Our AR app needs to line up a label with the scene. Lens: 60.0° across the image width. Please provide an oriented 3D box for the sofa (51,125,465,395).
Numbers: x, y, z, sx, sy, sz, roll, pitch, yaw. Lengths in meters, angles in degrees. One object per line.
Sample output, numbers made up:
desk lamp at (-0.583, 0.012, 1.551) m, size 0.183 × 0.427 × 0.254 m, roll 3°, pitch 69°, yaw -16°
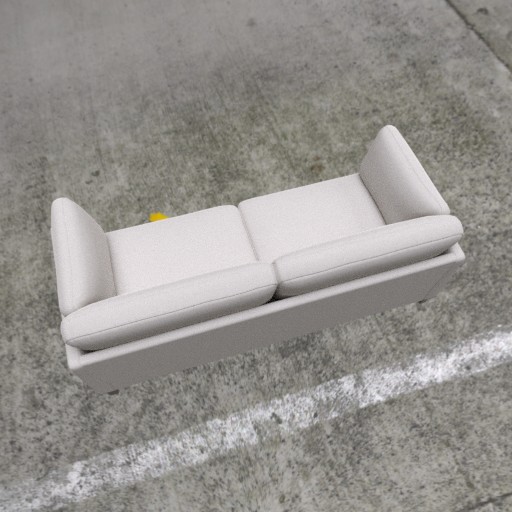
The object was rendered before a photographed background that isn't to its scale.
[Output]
sofa at (0.000, 0.000, 2.764) m, size 2.301 × 0.863 × 0.957 m, roll -15°, pitch 60°, yaw -9°
